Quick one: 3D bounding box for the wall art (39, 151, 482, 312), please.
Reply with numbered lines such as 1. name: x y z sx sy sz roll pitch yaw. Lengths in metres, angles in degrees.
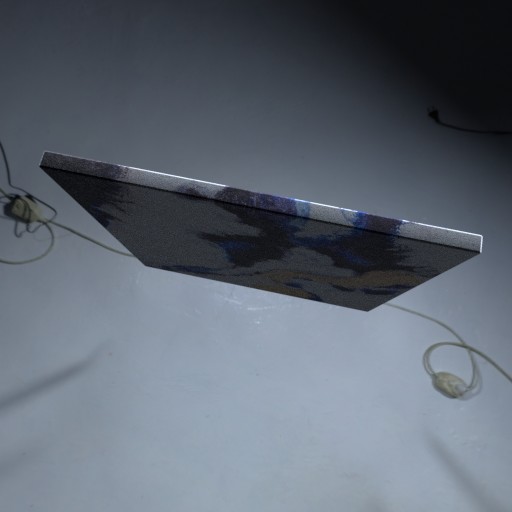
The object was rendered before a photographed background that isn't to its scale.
1. wall art: 0.000 0.000 1.300 0.887 0.885 0.038 11 76 3
